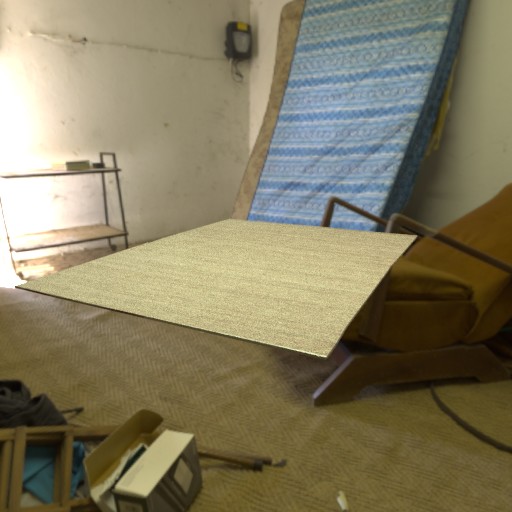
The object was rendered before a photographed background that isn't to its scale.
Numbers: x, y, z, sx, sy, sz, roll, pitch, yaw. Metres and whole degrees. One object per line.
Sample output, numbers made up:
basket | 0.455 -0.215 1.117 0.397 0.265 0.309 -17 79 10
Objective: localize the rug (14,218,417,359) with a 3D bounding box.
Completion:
rug | 0.000 0.000 4.128 2.434 0.045 3.202 8 17 26
